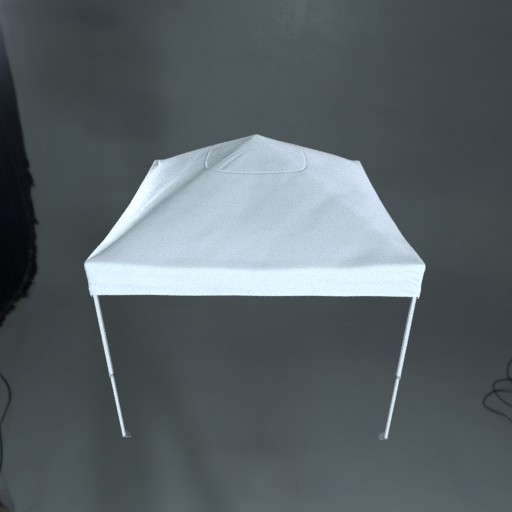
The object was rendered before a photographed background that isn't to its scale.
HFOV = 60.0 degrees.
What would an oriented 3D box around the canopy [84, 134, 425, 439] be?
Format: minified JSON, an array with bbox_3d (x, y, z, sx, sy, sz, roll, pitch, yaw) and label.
[{"bbox_3d":[0.000,0.000,5.502,2.996,2.997,2.998,0,29,1],"label":"canopy"}]
